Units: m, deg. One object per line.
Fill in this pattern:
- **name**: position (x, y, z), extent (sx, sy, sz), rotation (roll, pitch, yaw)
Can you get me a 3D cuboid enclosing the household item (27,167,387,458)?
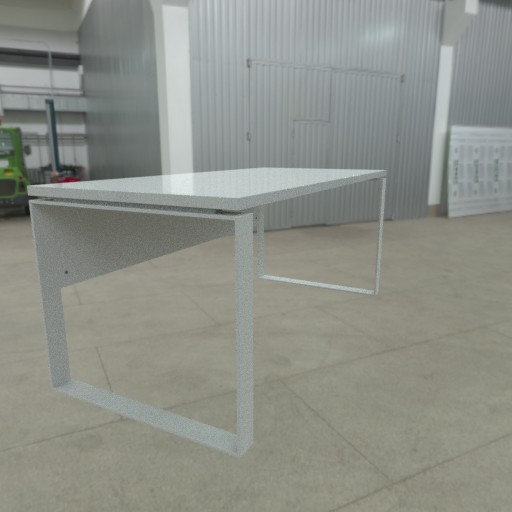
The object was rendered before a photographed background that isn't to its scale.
- **household item**: position (0.000, 0.000, 2.089), extent (0.800, 0.745, 1.700), rotation (7, 15, 27)
